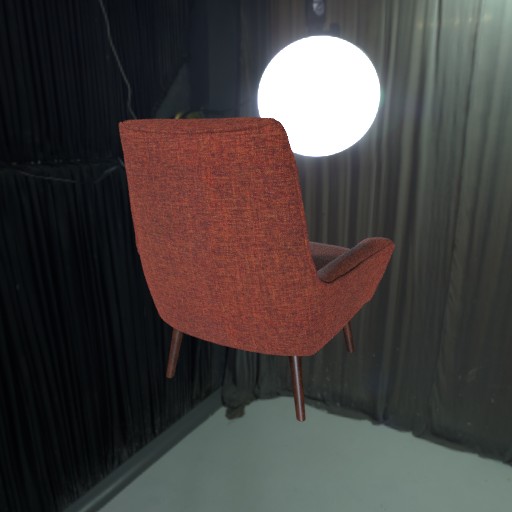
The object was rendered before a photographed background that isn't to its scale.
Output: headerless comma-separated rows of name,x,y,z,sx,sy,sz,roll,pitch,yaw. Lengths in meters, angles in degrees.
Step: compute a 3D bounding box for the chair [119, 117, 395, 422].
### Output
chair,0.000,0.000,1.562,0.803,0.911,0.784,8,18,28
